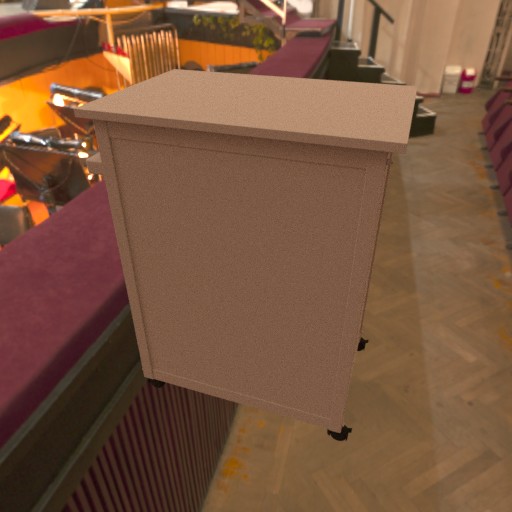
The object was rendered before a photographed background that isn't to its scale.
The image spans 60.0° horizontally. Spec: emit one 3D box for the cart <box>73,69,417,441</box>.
[{"bbox_3d":[0.000,0.000,1.239,0.683,0.864,0.442,11,35,16],"label":"cart"}]
